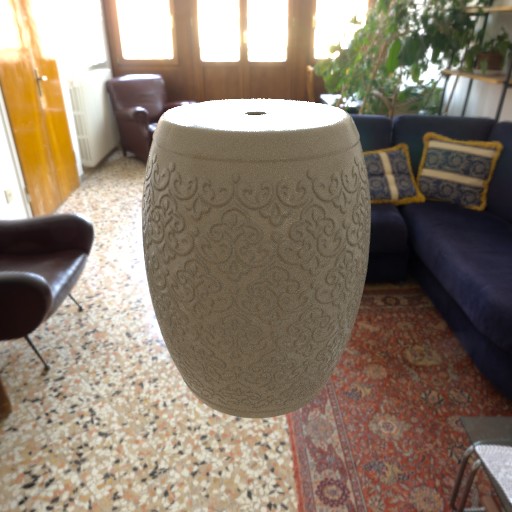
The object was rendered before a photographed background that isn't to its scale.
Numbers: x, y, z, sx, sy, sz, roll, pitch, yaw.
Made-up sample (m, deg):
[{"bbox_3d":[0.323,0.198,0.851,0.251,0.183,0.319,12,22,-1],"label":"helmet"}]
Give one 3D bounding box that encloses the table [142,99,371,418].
[{"bbox_3d":[0.000,0.000,0.633,0.309,0.397,0.309,0,27,0],"label":"table"}]
